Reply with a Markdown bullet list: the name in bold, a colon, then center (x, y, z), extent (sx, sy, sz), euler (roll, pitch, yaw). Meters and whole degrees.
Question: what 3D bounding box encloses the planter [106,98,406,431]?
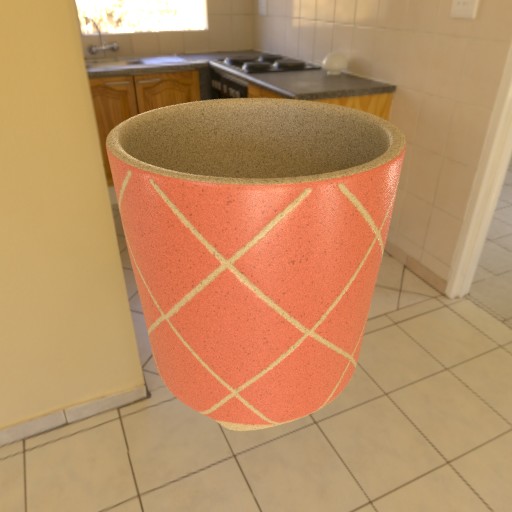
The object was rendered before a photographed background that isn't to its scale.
- **planter**: center (0.000, 0.000, 0.409), extent (0.227, 0.235, 0.227), euler (0, 31, 0)
